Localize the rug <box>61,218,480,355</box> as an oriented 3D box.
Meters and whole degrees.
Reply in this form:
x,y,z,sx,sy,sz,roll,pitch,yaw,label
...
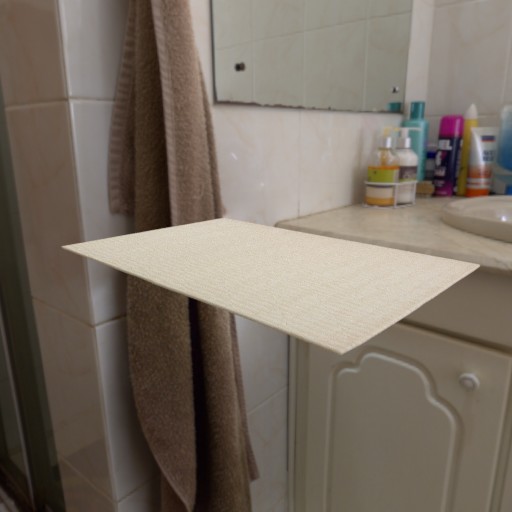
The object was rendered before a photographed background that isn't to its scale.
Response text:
x,y,z,sx,sy,sz,roll,pitch,yaw,label
0.000,0.000,2.310,1.848,0.014,1.238,14,20,41,rug
